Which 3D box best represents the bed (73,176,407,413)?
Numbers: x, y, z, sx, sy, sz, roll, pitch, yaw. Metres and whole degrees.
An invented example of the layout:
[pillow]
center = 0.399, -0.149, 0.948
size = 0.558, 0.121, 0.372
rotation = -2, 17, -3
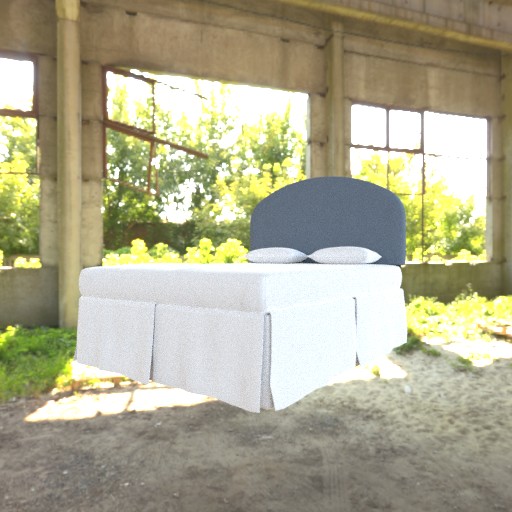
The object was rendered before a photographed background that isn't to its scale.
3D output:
[bed]
center = 0.000, 0.000, 3.200
size = 1.607, 1.410, 2.005
rotation = 0, 0, 36
